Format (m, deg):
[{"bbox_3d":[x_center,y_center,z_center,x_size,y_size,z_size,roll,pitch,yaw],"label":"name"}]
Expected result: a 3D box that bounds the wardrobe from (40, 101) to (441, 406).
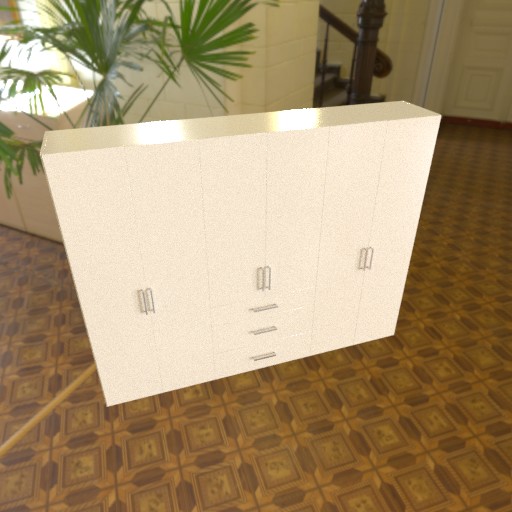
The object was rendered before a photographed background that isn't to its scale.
[{"bbox_3d":[0.000,0.000,3.978,3.000,2.360,0.580,-10,33,-16],"label":"wardrobe"}]
